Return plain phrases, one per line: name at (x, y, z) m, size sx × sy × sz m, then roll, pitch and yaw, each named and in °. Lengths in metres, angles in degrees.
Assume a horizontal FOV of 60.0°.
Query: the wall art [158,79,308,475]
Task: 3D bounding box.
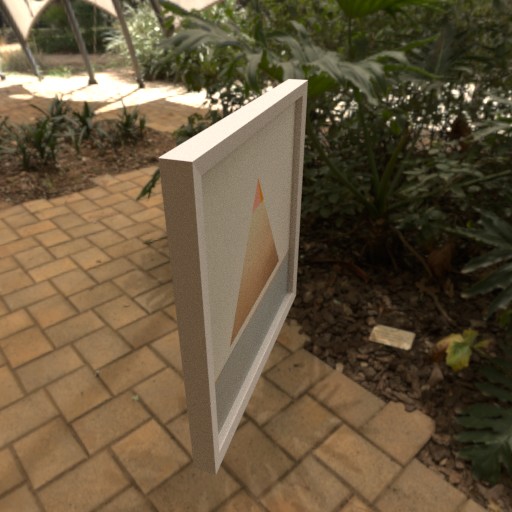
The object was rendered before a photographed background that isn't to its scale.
wall art at (0.000, 0.000, 1.980) m, size 0.098 × 1.291 × 1.289 m, roll 10°, pitch 32°, yaw 16°
